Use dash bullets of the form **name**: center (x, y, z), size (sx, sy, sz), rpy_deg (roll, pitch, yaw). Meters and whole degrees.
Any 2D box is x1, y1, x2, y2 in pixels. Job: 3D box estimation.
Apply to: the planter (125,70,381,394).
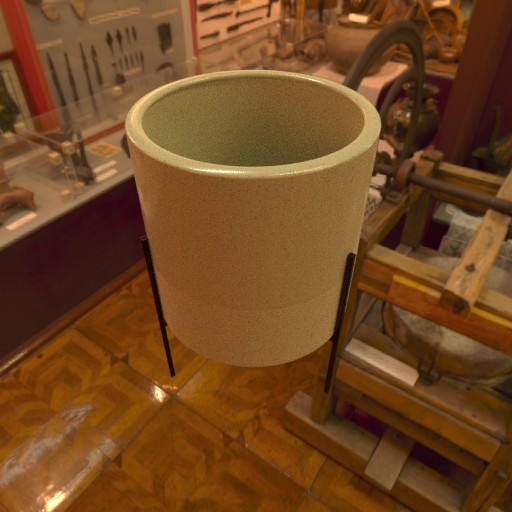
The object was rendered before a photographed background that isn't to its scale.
- **planter**: center (0.000, 0.000, 0.706), size (0.323, 0.475, 0.314), rpy_deg (26, 47, 27)
